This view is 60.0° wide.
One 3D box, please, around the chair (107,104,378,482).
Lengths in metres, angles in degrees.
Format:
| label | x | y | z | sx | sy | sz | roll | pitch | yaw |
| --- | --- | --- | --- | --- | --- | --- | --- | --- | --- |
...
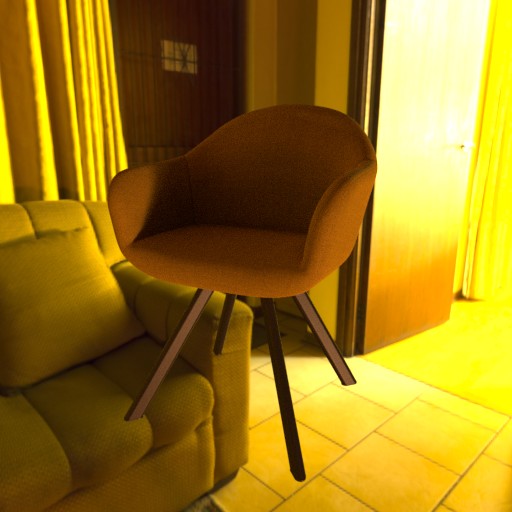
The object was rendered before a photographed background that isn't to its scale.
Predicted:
| label | x | y | z | sx | sy | sz | roll | pitch | yaw |
| --- | --- | --- | --- | --- | --- | --- | --- | --- | --- |
| chair | 0.000 | 0.000 | 1.169 | 0.590 | 0.795 | 0.550 | 7 | 16 | 26 |
